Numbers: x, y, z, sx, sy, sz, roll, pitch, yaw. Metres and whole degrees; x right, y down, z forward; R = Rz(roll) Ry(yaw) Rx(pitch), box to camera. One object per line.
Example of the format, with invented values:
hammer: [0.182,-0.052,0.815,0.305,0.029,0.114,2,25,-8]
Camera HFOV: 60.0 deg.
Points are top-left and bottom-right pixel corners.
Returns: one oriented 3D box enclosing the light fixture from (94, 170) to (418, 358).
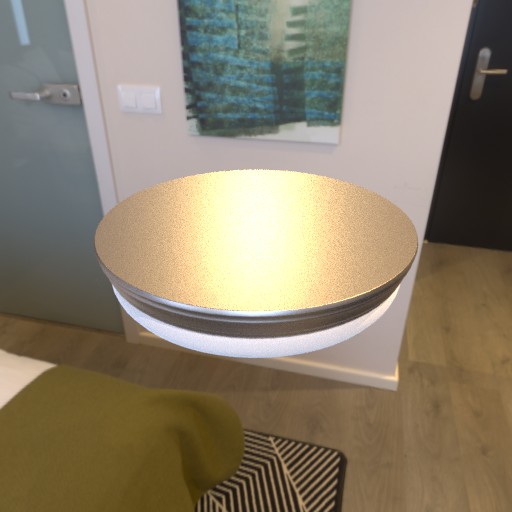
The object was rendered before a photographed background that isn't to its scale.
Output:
light fixture: [0.000,0.000,0.550,0.368,0.100,0.368,0,29,0]
